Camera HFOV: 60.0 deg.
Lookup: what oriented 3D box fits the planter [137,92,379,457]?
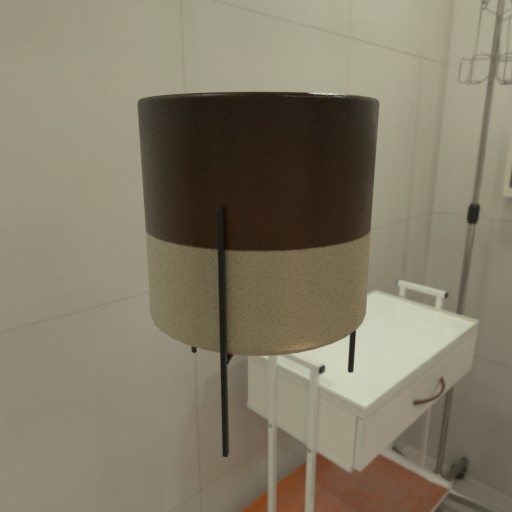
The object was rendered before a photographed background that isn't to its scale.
[{"bbox_3d":[0.000,0.000,0.709,0.354,0.465,0.345,14,21,42],"label":"planter"}]
